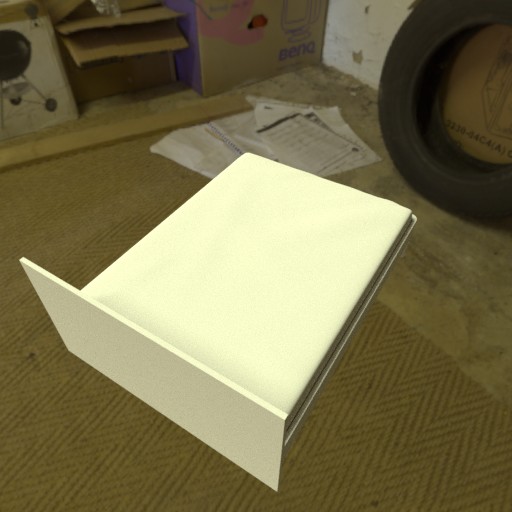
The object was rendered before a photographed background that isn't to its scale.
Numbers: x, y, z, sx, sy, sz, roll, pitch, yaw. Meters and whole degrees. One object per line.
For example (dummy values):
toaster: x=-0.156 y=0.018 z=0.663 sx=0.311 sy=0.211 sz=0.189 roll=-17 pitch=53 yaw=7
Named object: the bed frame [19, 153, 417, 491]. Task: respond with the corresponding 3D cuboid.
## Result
bed frame: x=0.000 y=0.000 z=2.738 sx=1.490 sy=0.800 sz=1.950 roll=24 pitch=50 yaw=22
